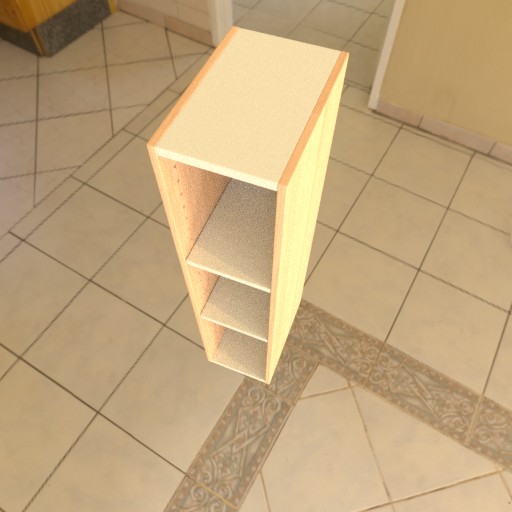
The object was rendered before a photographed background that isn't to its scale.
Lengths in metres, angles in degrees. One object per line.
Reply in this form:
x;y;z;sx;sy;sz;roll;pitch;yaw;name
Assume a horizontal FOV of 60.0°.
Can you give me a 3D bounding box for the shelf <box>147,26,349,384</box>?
0.000;0.000;1.010;0.197;0.882;0.290;19;60;11;shelf
